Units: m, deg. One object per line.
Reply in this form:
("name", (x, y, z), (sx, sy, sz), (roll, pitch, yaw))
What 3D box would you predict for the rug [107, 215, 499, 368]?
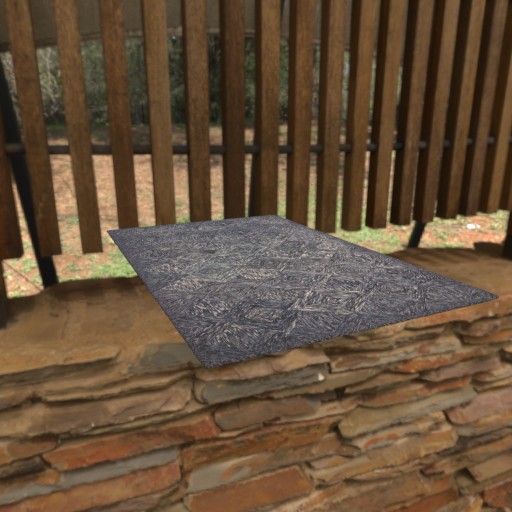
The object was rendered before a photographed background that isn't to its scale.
("rug", (0.000, 0.000, 2.133), (1.139, 0.010, 1.754), (-8, 18, -25))
